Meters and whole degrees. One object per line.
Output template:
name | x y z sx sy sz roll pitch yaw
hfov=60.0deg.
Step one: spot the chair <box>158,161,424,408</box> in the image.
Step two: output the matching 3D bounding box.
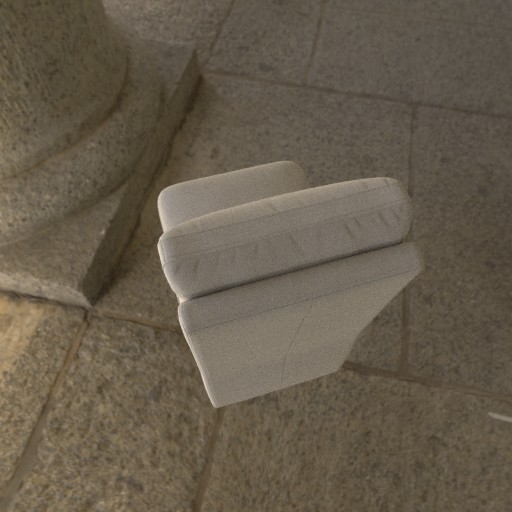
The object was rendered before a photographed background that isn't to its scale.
chair | 0.000 0.000 1.309 0.503 0.927 0.698 -14 59 -9
